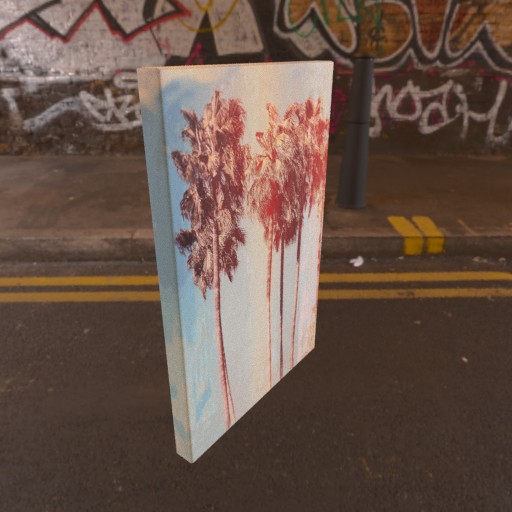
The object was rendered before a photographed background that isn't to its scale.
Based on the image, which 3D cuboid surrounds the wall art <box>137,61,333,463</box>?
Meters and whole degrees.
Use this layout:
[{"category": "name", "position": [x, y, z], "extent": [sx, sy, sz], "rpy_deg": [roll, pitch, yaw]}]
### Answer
[{"category": "wall art", "position": [0.000, 0.000, 0.765], "extent": [0.038, 0.610, 0.401], "rpy_deg": [18, 30, 33]}]
